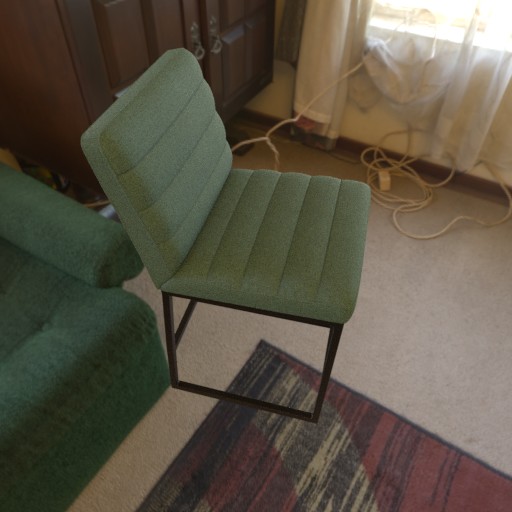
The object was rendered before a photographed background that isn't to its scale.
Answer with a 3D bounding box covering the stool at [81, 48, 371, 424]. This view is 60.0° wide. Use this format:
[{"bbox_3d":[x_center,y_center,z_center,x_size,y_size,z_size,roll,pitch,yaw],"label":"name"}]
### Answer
[{"bbox_3d":[0.000,0.000,1.238,0.560,0.940,0.460,11,47,10],"label":"stool"}]
